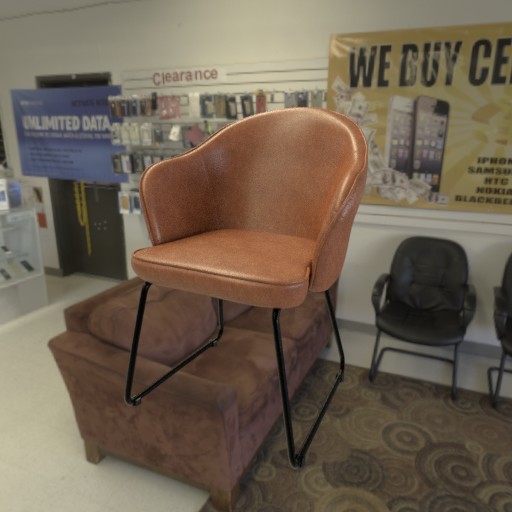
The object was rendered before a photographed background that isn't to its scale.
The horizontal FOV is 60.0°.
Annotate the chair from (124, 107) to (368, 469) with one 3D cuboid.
[{"bbox_3d":[0.000,0.000,1.209,0.582,0.785,0.580,8,19,26],"label":"chair"}]
